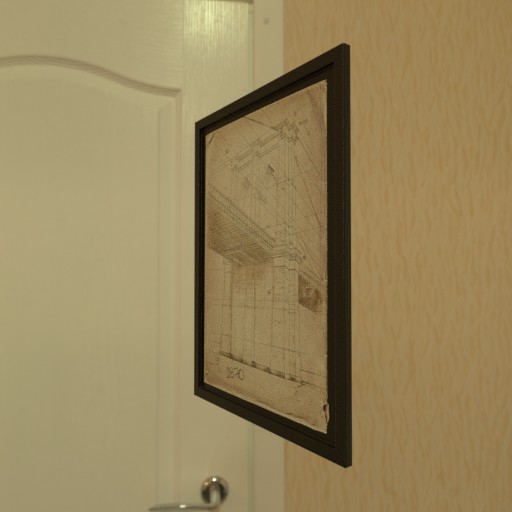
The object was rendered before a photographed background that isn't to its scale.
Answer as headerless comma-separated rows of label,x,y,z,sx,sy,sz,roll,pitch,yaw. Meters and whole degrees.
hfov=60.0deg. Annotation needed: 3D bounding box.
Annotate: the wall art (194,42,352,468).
wall art,0.000,0.000,0.881,0.016,0.657,0.480,1,-2,-36
